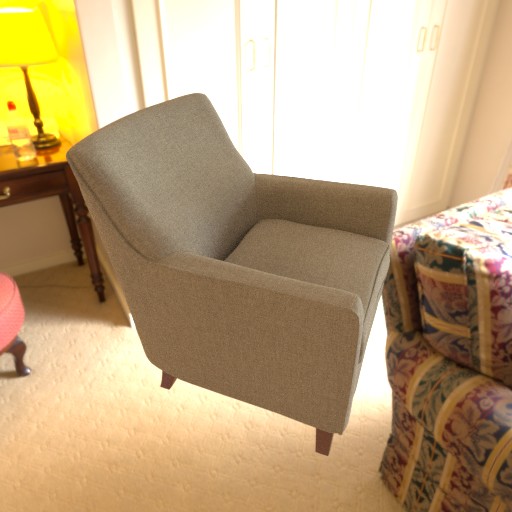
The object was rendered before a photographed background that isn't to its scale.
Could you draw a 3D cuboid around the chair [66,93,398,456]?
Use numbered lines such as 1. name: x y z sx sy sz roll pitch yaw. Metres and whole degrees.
1. chair: 0.000 0.000 1.761 0.993 1.047 0.887 12 34 18
